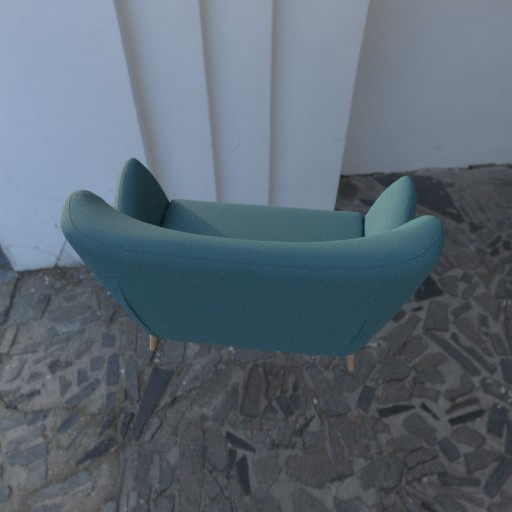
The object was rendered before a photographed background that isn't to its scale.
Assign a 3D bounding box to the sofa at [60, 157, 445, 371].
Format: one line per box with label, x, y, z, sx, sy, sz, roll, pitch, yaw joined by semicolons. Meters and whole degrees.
sofa;0.000;0.000;1.957;1.397;0.889;0.889;5;45;5
